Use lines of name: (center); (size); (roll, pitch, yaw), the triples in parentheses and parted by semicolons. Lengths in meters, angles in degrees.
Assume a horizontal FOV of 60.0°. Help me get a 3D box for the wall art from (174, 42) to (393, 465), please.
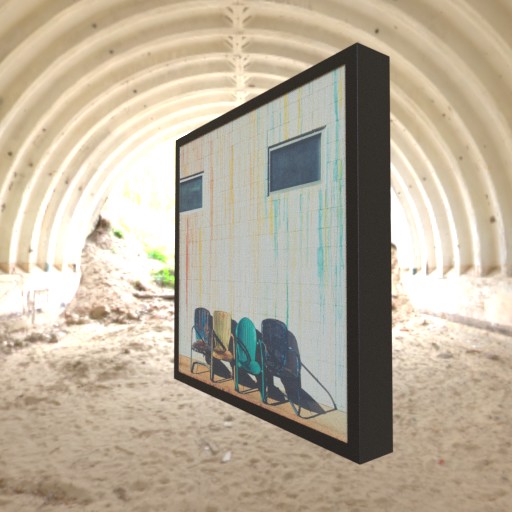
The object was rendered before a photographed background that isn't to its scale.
wall art: (0.000, 0.000, 0.452); (0.038, 0.304, 0.304); (1, -2, -36)
